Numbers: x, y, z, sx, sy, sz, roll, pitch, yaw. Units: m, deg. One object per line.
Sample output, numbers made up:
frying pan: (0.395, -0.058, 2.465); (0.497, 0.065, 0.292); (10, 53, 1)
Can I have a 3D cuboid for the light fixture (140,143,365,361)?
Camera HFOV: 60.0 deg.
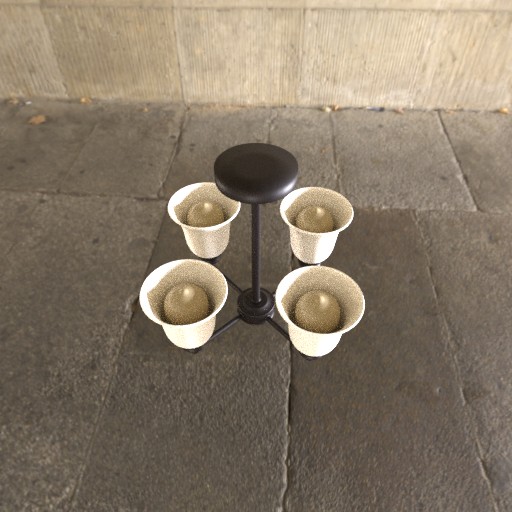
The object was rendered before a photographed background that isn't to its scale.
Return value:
light fixture: (0.000, 0.000, 1.908); (1.069, 0.925, 1.069); (-32, 54, -27)
